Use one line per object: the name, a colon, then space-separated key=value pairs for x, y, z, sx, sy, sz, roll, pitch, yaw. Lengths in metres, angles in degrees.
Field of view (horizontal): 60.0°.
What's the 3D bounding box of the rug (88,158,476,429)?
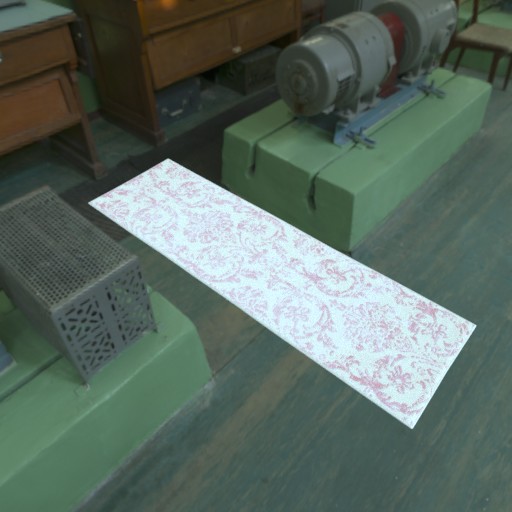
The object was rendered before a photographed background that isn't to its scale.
rug: x=0.000 y=0.000 z=2.433 sx=2.196 sy=0.011 sz=0.662 roll=31 pitch=53 yaw=27
